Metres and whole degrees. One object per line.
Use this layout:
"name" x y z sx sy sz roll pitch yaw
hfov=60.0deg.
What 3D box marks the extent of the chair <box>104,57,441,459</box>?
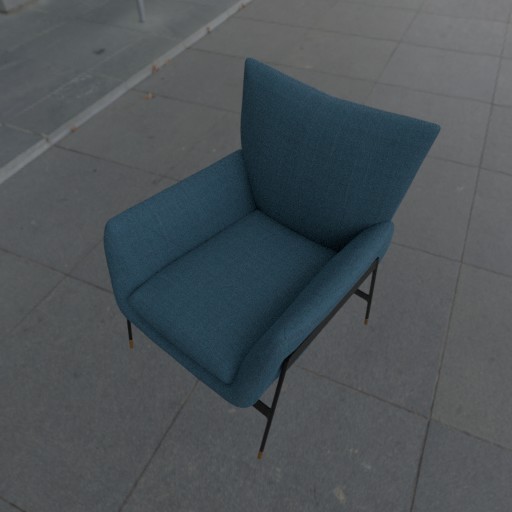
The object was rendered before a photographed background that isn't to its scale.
"chair" 0.000 0.000 1.422 0.678 0.859 0.769 31 54 26
